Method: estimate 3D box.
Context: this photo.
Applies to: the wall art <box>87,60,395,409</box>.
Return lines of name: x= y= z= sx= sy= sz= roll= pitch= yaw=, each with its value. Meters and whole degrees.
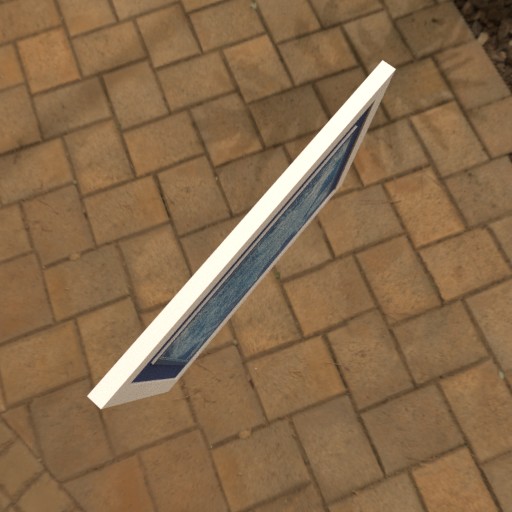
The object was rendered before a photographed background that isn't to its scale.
wall art: x=0.000 y=0.000 z=1.701 sx=0.051 sy=0.902 sz=1.308 roll=39 pitch=79 yaw=9
